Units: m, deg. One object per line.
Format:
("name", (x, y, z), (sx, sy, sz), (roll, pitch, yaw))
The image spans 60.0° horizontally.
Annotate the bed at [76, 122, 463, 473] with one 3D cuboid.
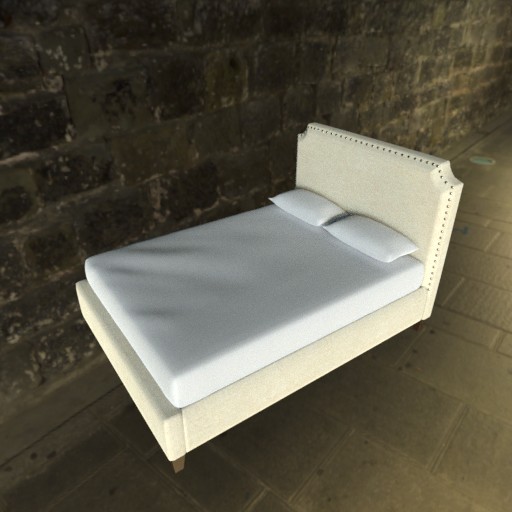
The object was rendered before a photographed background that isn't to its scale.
("bed", (0.000, 0.000, 3.426), (2.381, 1.457, 1.713), (-19, 35, -30))
